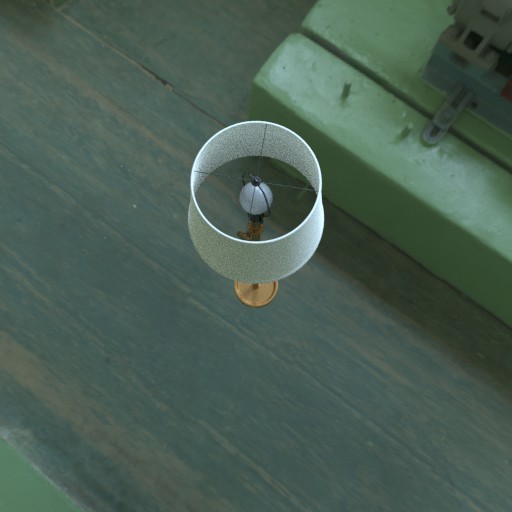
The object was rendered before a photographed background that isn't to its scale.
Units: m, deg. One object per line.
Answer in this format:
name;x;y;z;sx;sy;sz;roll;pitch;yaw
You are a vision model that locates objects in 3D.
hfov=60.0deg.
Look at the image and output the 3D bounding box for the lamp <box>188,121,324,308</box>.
lamp;0.000;0.000;0.808;0.178;0.710;0.178;0;77;0
